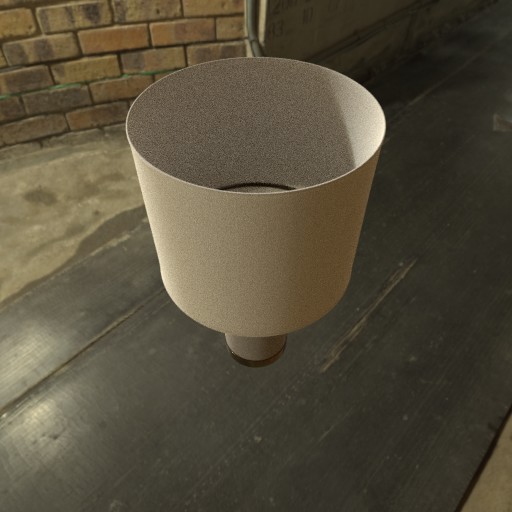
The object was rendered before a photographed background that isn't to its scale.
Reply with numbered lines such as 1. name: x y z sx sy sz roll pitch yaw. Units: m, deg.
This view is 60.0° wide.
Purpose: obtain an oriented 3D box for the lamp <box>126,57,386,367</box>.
1. lamp: 0.000 0.000 0.536 0.229 0.380 0.229 0 47 0
